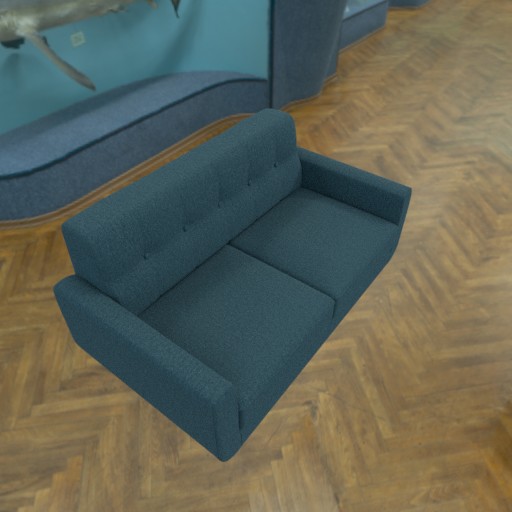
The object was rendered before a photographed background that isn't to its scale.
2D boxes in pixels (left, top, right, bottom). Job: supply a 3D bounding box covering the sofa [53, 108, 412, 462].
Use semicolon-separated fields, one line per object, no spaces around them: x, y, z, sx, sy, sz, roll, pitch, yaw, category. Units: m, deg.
0.000;0.000;2.243;0.942;0.896;1.651;27;48;27;sofa
